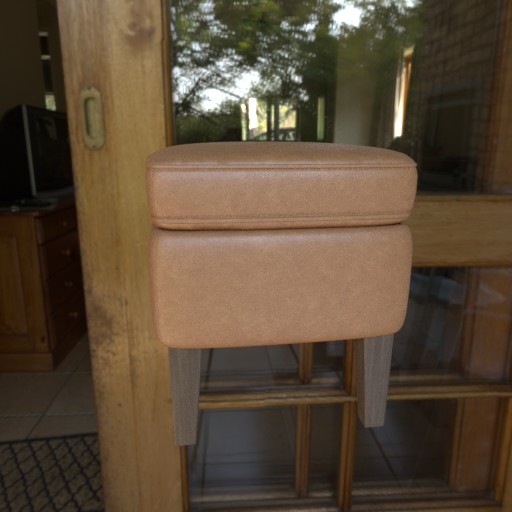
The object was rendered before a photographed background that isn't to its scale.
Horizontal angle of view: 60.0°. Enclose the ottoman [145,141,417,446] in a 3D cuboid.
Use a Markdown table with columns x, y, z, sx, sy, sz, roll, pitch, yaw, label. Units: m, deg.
| x | y | z | sx | sy | sz | roll | pitch | yaw | label |
| --- | --- | --- | --- | --- | --- | --- | --- | --- | --- |
| 0.000 | 0.000 | 0.964 | 0.420 | 0.480 | 0.670 | -2 | 14 | -8 | ottoman |
